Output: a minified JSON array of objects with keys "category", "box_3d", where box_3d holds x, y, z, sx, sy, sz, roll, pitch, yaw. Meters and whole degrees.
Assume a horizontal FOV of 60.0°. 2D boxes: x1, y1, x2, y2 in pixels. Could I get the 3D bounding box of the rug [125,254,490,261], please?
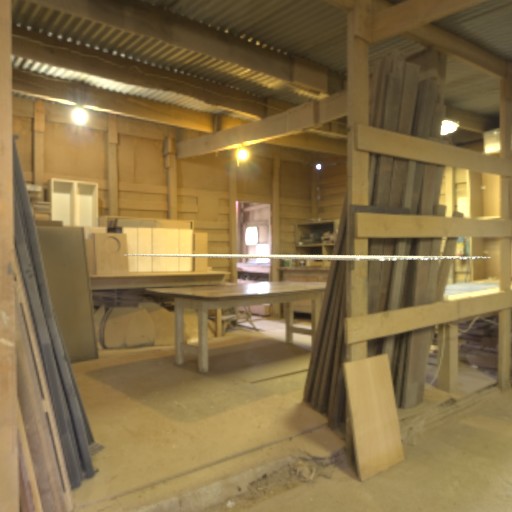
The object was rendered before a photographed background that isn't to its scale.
[{"category":"rug","box_3d":[0.000,0.000,2.703,0.774,0.011,2.449,0,1,-36]}]
